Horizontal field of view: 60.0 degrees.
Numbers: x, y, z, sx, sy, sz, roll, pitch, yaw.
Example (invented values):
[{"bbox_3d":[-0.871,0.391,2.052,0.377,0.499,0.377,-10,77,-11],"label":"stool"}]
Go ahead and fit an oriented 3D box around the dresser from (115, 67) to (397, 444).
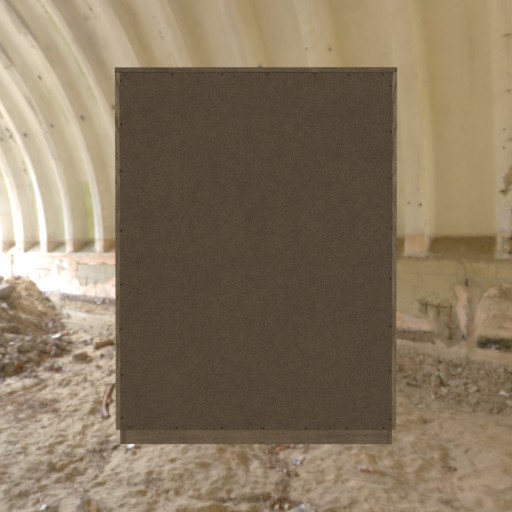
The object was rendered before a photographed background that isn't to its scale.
[{"bbox_3d":[0.000,0.000,1.763,0.967,1.295,0.483,0,1,0],"label":"dresser"}]
